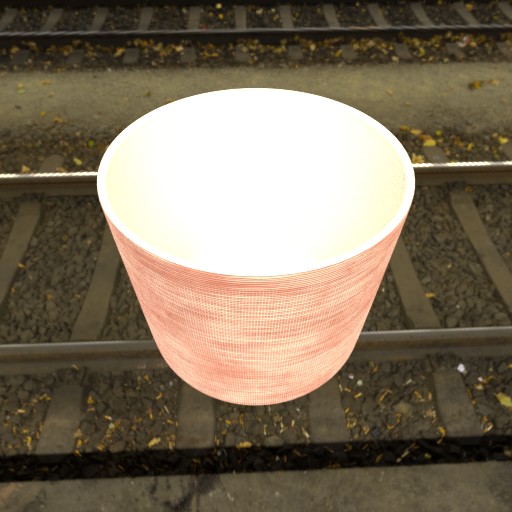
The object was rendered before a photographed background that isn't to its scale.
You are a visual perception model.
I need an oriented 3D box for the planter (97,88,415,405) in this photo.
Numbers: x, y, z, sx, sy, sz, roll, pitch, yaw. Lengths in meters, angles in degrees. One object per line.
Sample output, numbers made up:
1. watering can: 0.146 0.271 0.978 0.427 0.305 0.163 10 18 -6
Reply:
1. planter: 0.000 0.000 0.774 0.440 0.398 0.440 0 46 0
